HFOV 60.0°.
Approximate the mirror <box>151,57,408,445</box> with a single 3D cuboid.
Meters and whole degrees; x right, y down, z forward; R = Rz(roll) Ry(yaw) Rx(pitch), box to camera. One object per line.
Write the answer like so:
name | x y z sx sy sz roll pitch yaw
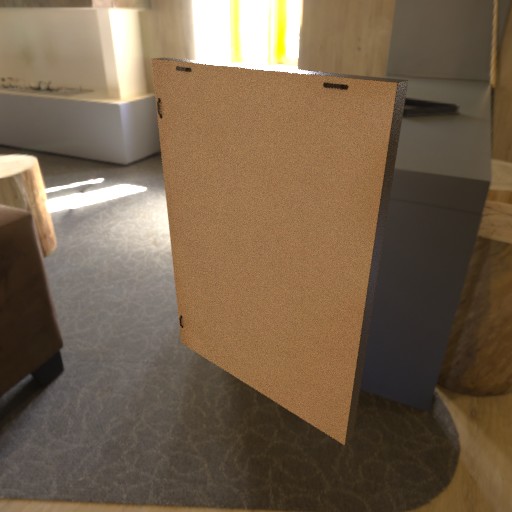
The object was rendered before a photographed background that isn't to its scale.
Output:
mirror | 0.000 0.000 0.903 0.507 0.710 0.039 22 36 34
